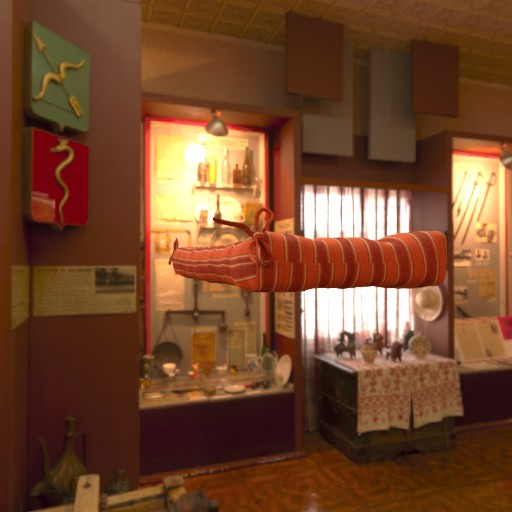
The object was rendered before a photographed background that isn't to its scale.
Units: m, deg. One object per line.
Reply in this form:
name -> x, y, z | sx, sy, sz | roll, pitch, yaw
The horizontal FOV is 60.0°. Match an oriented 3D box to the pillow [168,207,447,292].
pillow -> 0.000, 0.000, 1.395 | 0.511, 0.174, 1.194 | 0, -1, -18
